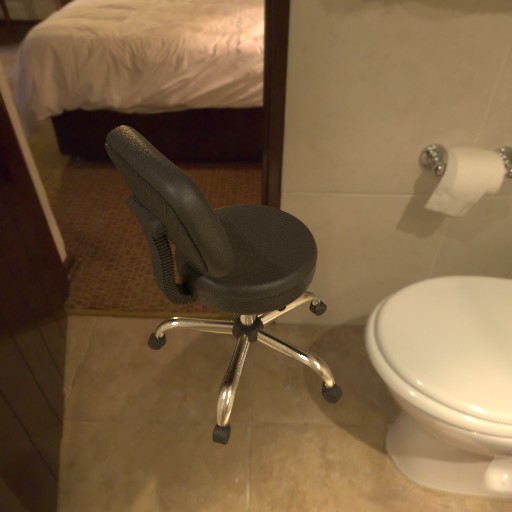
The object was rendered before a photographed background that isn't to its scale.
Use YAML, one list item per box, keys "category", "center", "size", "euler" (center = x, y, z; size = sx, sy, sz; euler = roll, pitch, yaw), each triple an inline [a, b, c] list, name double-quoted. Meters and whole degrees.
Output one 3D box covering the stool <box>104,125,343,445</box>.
- category: "stool"
  center: [0.000, 0.000, 1.307]
  size: [0.648, 0.862, 0.673]
  euler: [-25, 46, -26]
